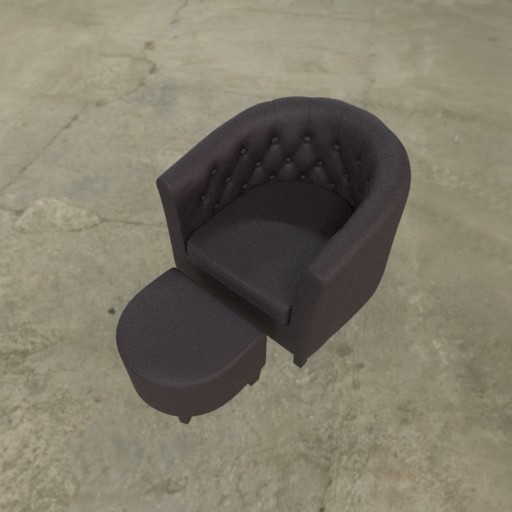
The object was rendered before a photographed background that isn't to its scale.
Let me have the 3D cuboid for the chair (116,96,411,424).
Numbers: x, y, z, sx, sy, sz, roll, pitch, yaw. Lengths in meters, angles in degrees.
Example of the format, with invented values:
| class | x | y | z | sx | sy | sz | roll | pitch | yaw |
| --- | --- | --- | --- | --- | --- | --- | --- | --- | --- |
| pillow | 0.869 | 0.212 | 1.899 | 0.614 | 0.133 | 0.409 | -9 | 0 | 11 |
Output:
| class | x | y | z | sx | sy | sz | roll | pitch | yaw |
| --- | --- | --- | --- | --- | --- | --- | --- | --- | --- |
| chair | 0.000 | 0.000 | 1.653 | 0.763 | 0.760 | 1.191 | 32 | 55 | 26 |
